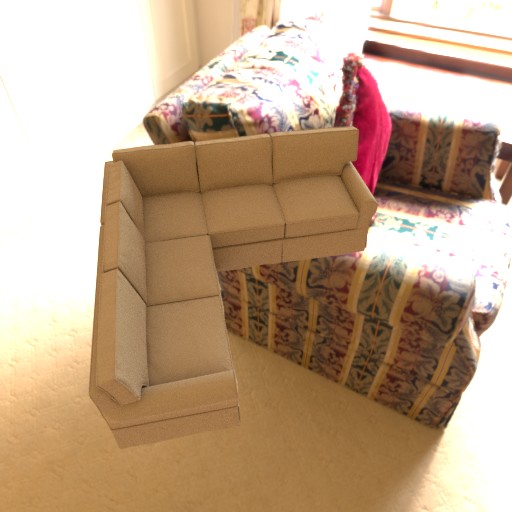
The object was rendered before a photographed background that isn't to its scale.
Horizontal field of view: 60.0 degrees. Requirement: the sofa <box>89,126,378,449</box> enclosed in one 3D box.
[{"bbox_3d":[0.000,0.000,4.165,2.733,1.124,2.730,-8,47,-8],"label":"sofa"}]
